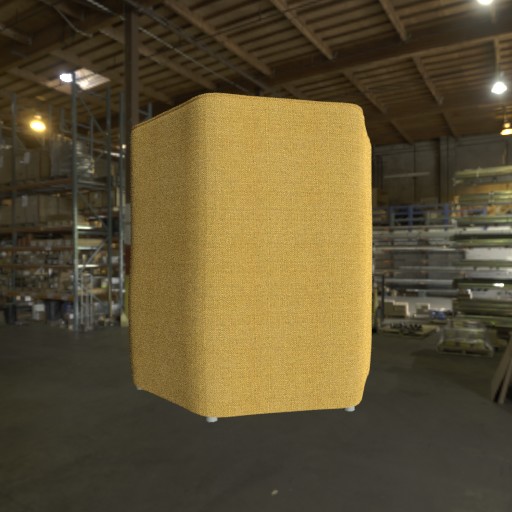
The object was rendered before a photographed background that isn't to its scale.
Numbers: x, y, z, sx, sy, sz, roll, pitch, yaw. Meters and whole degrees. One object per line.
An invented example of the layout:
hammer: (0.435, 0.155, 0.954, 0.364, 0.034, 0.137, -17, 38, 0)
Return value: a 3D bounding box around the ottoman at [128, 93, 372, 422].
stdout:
ottoman: (0.000, 0.000, 0.890, 0.443, 0.502, 0.494, 0, 0, 18)
